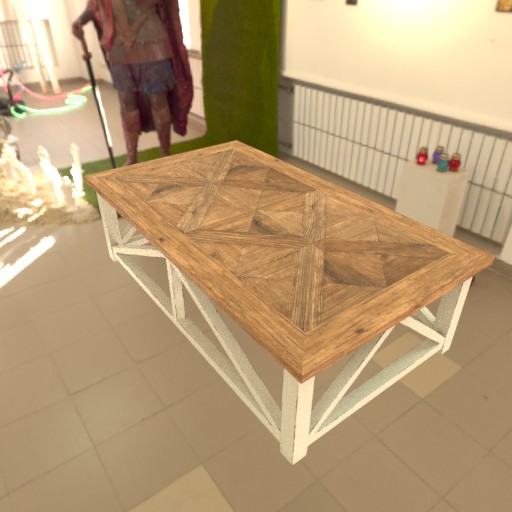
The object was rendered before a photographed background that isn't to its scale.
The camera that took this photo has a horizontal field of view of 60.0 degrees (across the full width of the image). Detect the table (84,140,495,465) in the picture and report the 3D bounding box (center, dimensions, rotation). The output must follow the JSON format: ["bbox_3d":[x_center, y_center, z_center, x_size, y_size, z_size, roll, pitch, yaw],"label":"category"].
[{"bbox_3d":[0.000,0.000,1.750,0.800,0.410,1.400,-22,39,-30],"label":"table"}]
